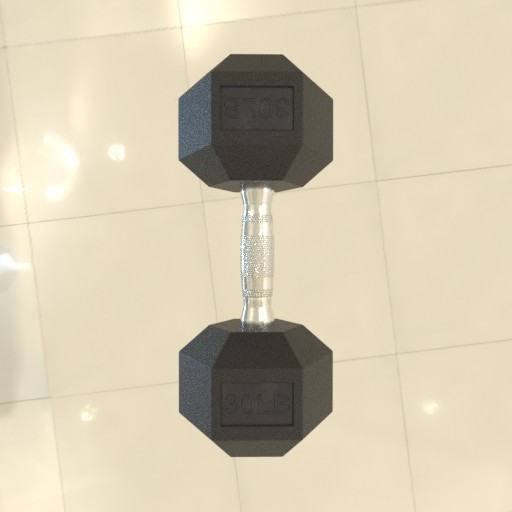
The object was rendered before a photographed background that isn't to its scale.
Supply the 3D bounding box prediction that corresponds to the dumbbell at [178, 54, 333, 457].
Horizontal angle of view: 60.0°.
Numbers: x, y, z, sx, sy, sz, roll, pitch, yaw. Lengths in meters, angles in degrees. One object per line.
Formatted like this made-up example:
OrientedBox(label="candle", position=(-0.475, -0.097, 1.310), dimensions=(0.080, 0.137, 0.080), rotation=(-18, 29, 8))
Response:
OrientedBox(label="dumbbell", position=(0.000, 0.000, 0.408), dimensions=(0.142, 0.123, 0.337), rotation=(0, 91, -1))
